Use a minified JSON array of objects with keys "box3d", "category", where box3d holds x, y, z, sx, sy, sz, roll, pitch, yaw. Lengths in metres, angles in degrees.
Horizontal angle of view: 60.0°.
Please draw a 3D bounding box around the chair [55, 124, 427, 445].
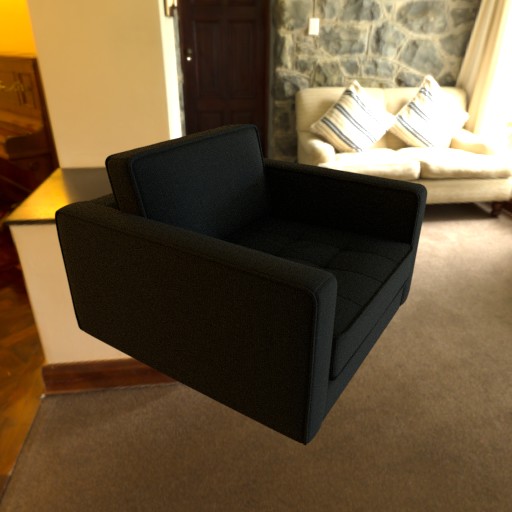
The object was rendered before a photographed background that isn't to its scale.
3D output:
[{"box3d":[0.000,0.000,1.539,0.920,0.770,0.899,16,31,30],"category":"chair"}]
